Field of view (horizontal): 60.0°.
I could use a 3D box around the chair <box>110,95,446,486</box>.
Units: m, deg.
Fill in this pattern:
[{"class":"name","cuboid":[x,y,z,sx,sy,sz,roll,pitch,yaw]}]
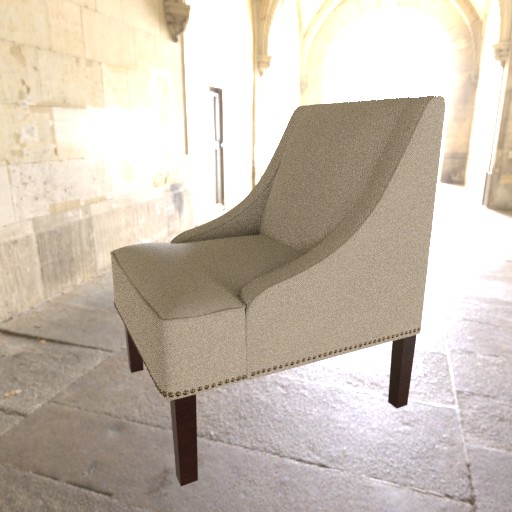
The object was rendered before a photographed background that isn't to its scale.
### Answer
[{"class":"chair","cuboid":[0.000,0.000,1.294,0.748,0.872,0.628,-8,18,-26]}]
